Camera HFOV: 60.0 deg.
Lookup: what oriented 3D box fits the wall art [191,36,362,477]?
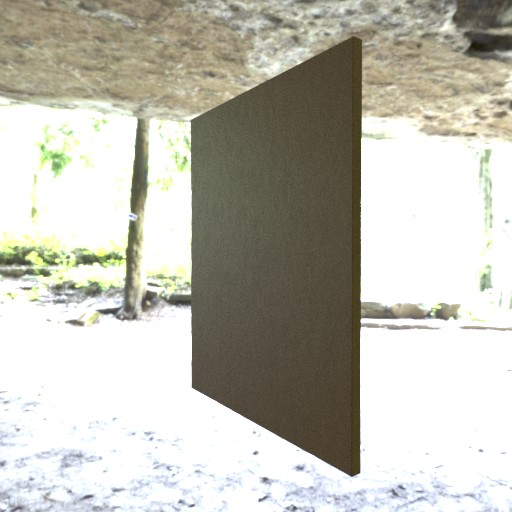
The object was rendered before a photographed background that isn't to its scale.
[{"bbox_3d":[0.000,0.000,1.340,0.030,1.002,0.798,-1,1,-35],"label":"wall art"}]
